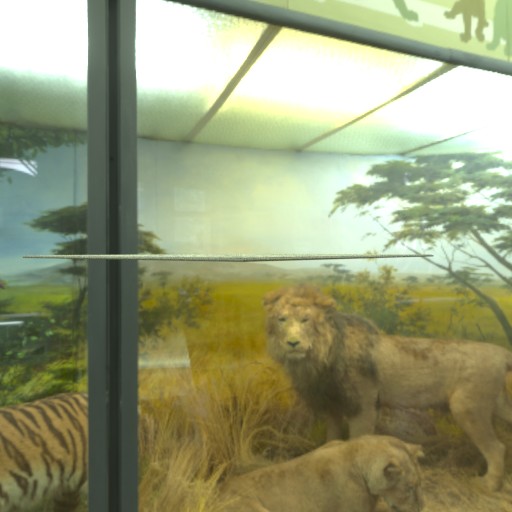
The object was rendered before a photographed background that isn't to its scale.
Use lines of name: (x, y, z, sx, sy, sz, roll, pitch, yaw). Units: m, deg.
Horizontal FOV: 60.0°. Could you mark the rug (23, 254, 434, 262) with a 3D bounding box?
rug: (0.000, 0.000, 2.875, 1.608, 0.014, 2.213, 0, 1, 38)
